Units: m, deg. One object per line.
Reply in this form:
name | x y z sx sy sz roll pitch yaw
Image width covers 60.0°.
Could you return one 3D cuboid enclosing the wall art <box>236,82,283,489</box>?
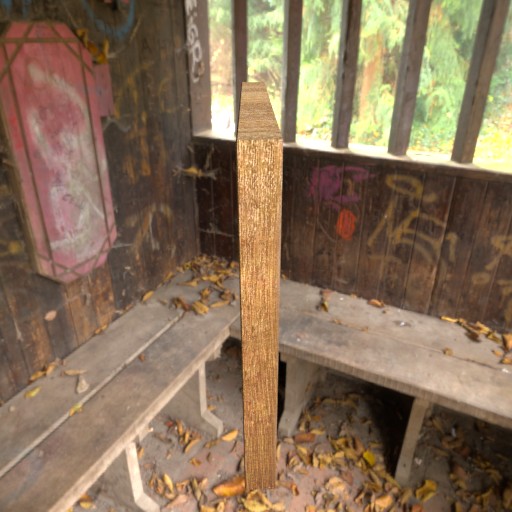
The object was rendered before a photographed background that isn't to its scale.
wall art | 0.000 0.000 0.604 0.039 0.403 0.406 -1 27 -1
